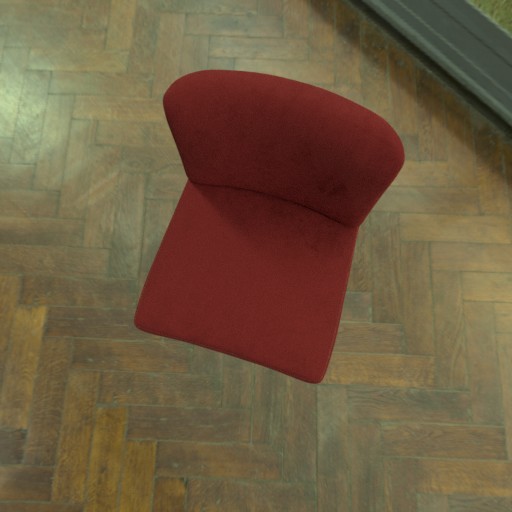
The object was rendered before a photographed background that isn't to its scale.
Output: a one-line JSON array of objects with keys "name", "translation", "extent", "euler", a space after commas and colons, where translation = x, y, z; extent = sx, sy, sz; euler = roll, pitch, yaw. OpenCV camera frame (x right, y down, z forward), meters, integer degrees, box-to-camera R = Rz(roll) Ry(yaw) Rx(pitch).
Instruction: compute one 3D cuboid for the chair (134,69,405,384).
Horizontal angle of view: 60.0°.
[{"name": "chair", "translation": [0.000, 0.000, 1.207], "extent": [0.530, 0.824, 0.560], "euler": [16, 76, 4]}]
